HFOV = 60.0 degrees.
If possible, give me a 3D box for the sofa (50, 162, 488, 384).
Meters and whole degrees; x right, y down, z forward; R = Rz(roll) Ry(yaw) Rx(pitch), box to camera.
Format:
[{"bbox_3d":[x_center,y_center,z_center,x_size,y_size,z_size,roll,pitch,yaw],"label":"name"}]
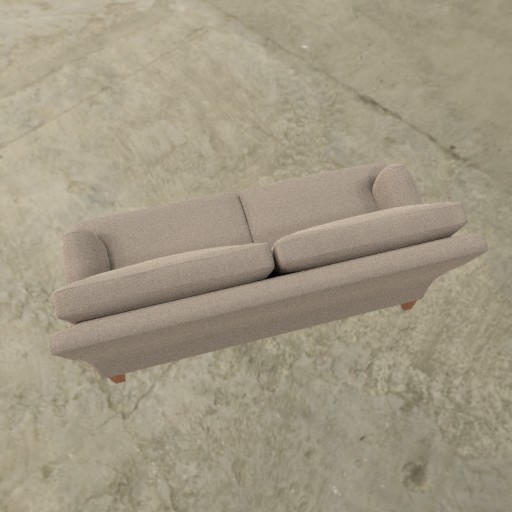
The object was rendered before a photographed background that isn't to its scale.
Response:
[{"bbox_3d":[0.000,0.000,2.677,2.160,1.054,1.087,-13,58,-8],"label":"sofa"}]
